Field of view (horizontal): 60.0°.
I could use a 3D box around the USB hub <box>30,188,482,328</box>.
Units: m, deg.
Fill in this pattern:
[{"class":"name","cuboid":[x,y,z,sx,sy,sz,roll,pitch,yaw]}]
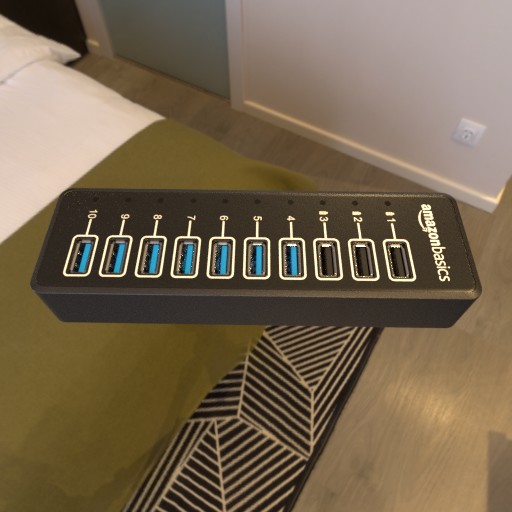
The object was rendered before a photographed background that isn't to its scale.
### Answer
[{"class":"USB hub","cuboid":[0.000,0.000,0.160,0.145,0.023,0.044,1,57,1]}]
